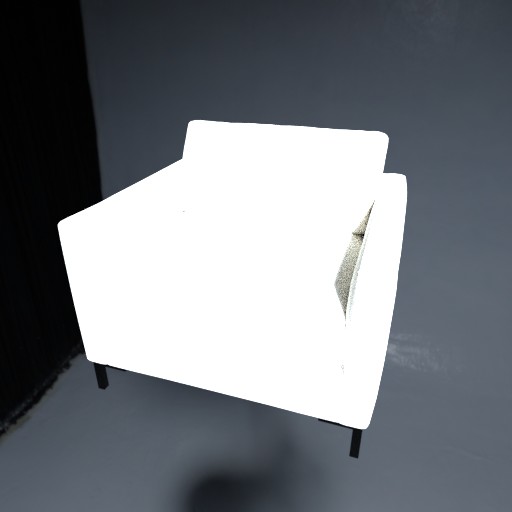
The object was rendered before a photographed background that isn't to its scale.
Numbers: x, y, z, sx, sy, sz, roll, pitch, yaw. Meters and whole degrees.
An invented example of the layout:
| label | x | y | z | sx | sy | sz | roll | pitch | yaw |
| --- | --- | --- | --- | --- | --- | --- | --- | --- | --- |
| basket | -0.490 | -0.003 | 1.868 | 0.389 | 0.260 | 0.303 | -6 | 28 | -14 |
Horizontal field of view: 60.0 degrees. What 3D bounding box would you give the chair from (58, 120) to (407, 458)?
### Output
| label | x | y | z | sx | sy | sz | roll | pitch | yaw |
| --- | --- | --- | --- | --- | --- | --- | --- | --- | --- |
| chair | 0.000 | 0.000 | 1.575 | 0.964 | 0.806 | 0.875 | 9 | 28 | 17 |
